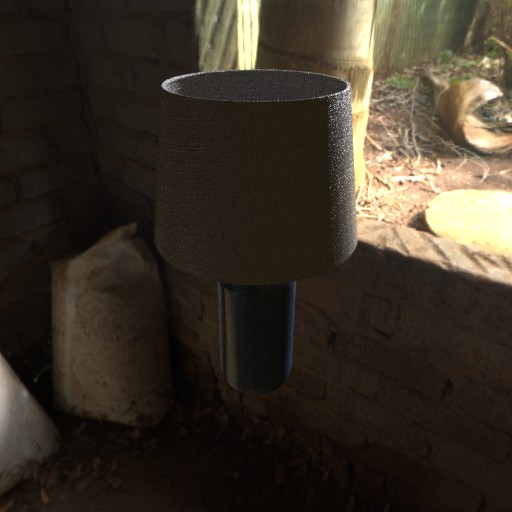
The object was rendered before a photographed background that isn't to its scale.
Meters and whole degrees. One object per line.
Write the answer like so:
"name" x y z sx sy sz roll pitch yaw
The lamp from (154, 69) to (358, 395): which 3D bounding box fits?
"lamp" 0.000 0.000 0.581 0.253 0.428 0.253 0 30 0
